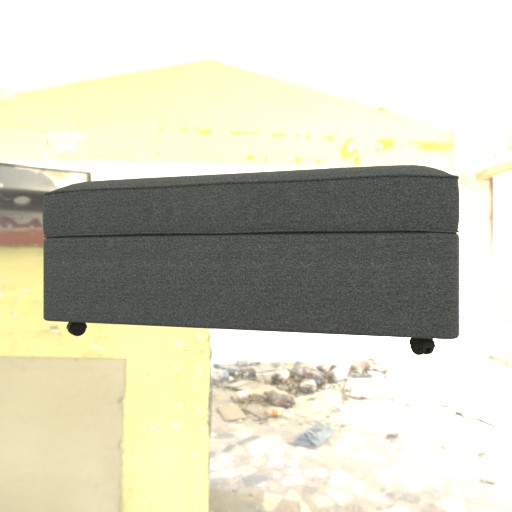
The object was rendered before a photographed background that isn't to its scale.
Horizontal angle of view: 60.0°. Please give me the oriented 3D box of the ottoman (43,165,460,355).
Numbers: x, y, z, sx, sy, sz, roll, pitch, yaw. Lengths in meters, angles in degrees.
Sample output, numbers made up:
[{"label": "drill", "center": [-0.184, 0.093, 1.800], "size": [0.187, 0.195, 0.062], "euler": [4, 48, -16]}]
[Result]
[{"label": "ottoman", "center": [0.000, 0.000, 1.493], "size": [1.173, 0.494, 0.681], "euler": [0, 0, 15]}]
